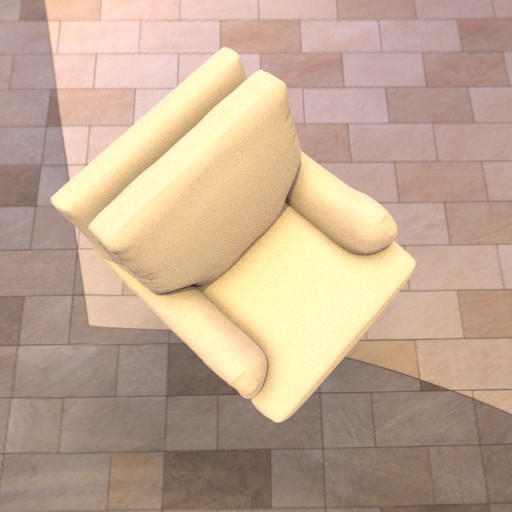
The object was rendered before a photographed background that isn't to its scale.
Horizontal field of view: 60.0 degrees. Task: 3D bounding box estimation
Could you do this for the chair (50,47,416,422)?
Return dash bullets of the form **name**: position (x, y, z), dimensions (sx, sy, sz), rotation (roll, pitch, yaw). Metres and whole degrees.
- **chair**: position (0.000, 0.000, 1.841), dimensions (1.078, 1.076, 0.895), rotation (42, 78, 11)
